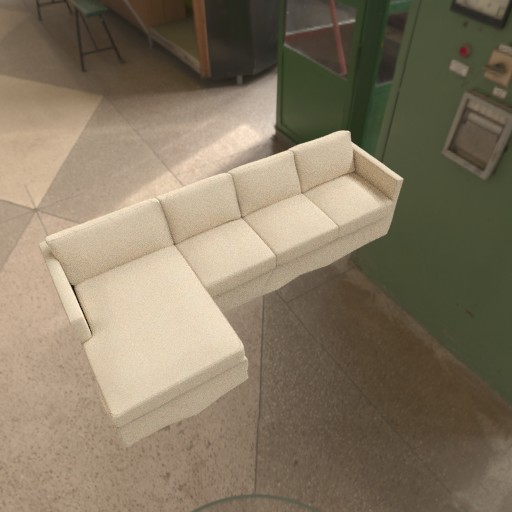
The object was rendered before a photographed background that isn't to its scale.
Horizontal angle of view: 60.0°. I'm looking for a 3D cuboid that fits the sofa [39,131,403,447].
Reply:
[{"bbox_3d":[0.000,0.000,3.880,3.205,0.922,1.650,-24,51,-22],"label":"sofa"}]
